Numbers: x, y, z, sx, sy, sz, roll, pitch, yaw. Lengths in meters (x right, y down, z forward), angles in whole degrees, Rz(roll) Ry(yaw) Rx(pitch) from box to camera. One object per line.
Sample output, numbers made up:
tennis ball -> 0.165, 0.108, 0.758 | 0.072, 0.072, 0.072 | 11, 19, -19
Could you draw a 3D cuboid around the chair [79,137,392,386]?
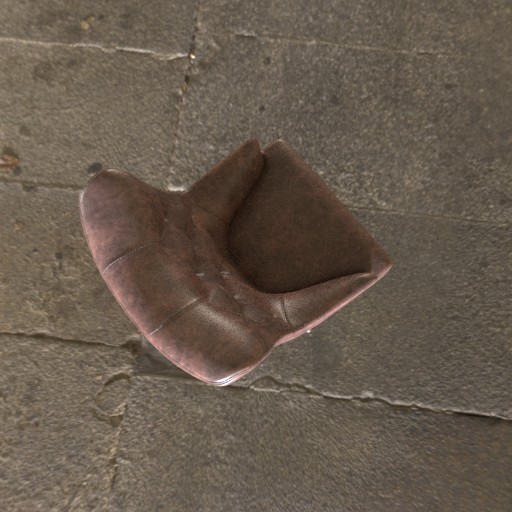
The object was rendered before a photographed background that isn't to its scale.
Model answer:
chair -> 0.000, 0.000, 1.494 | 0.762, 1.035, 0.641 | -37, 79, -9
